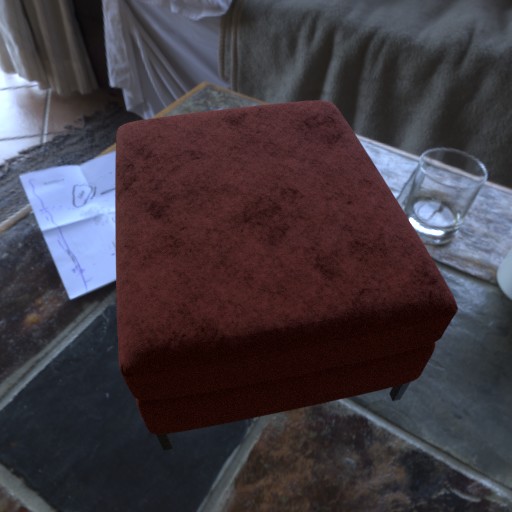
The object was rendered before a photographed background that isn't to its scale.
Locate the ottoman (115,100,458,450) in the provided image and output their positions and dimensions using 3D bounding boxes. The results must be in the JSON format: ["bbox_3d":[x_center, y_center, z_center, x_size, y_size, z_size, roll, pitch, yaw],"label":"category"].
[{"bbox_3d":[0.000,0.000,1.172,0.650,0.462,0.782,-9,50,-8],"label":"ottoman"}]
